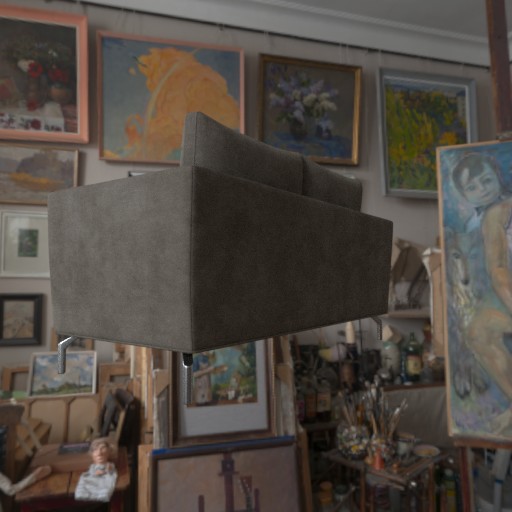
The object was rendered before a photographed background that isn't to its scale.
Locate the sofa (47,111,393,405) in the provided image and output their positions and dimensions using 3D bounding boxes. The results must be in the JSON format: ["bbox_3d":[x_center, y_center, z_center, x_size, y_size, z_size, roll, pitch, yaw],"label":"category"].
[{"bbox_3d":[0.000,0.000,2.321,0.855,1.013,1.832,-2,-3,36],"label":"sofa"}]
